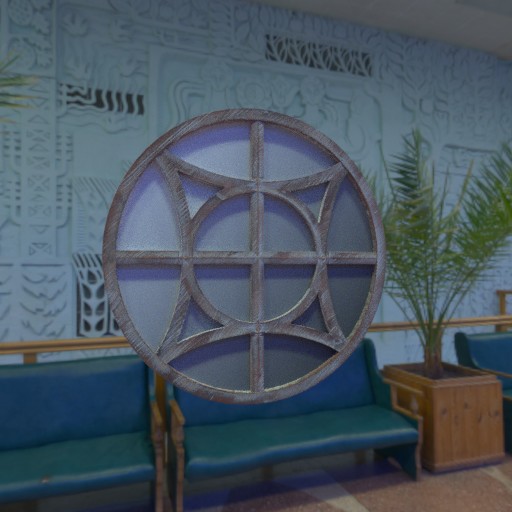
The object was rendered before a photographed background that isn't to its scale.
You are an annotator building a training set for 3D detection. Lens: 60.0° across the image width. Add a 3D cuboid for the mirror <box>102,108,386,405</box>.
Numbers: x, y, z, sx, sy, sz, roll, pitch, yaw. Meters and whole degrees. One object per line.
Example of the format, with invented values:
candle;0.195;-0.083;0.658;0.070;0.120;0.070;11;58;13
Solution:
mirror;0.000;0.000;1.084;0.710;0.710;0.038;0;-1;-17
